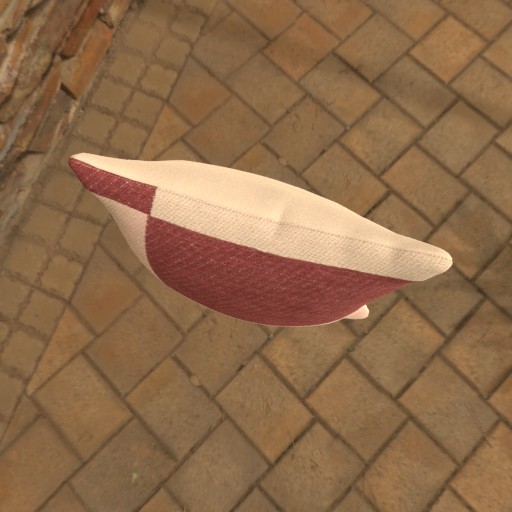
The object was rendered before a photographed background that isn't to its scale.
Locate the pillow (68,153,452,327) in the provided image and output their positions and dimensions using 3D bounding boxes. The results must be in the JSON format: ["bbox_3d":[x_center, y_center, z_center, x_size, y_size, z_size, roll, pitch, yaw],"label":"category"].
[{"bbox_3d":[0.000,0.000,0.797,0.536,0.506,0.229,16,77,4],"label":"pillow"}]
